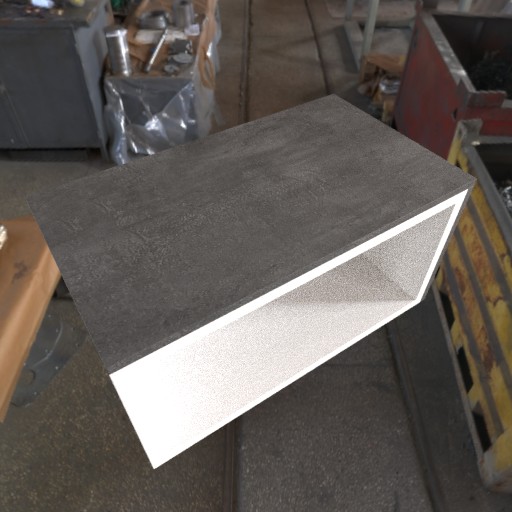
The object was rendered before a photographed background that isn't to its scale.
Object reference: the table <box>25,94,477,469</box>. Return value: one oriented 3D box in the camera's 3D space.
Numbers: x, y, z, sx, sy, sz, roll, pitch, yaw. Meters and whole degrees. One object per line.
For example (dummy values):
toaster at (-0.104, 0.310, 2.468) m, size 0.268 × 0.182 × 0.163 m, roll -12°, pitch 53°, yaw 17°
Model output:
table at (0.000, 0.000, 0.914) m, size 0.700 × 0.350 × 0.400 m, roll -25°, pitch 51°, yaw -23°
